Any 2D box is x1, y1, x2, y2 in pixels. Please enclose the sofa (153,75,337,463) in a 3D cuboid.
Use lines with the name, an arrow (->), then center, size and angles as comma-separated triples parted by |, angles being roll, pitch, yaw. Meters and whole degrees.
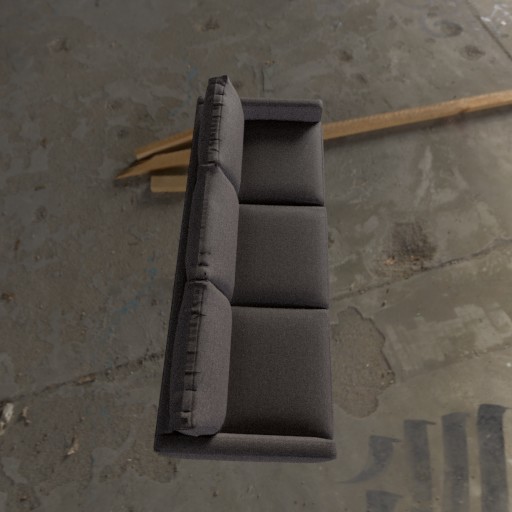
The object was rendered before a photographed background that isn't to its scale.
sofa -> 0.000, 0.000, 2.678 | 0.876, 0.882, 2.253 | 2, 64, 1
